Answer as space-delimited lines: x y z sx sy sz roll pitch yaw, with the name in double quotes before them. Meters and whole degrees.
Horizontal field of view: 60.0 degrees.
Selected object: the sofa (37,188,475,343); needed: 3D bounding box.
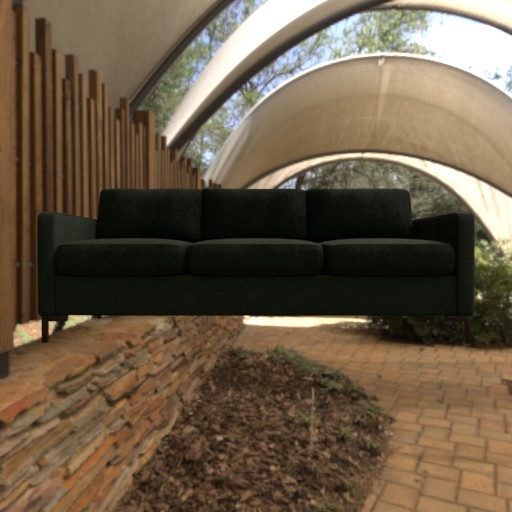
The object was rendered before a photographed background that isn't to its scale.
"sofa" 0.000 0.000 2.637 2.218 0.870 0.859 0 1 0
